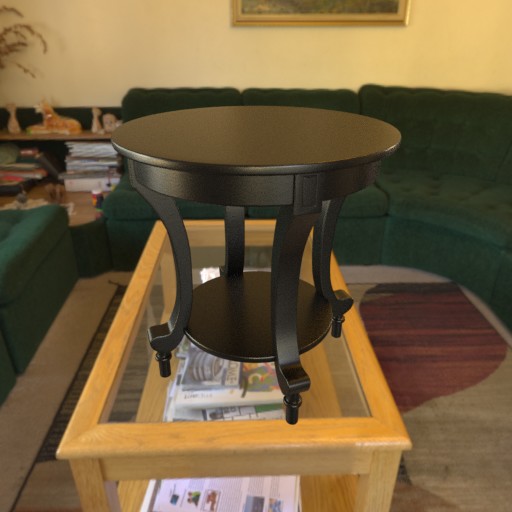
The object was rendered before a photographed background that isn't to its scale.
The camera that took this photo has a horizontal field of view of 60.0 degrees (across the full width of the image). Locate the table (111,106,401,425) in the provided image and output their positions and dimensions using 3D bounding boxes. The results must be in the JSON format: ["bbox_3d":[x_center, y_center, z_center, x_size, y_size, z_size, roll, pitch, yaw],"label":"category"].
[{"bbox_3d":[0.000,0.000,1.087,0.597,0.618,0.597,0,27,0],"label":"table"}]
